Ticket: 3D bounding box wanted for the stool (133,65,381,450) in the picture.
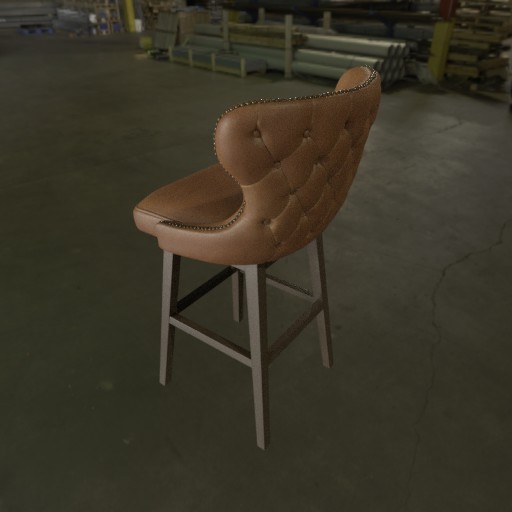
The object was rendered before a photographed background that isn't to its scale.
[{"bbox_3d":[0.000,0.000,1.393,0.606,1.087,0.591,21,38,30],"label":"stool"}]
